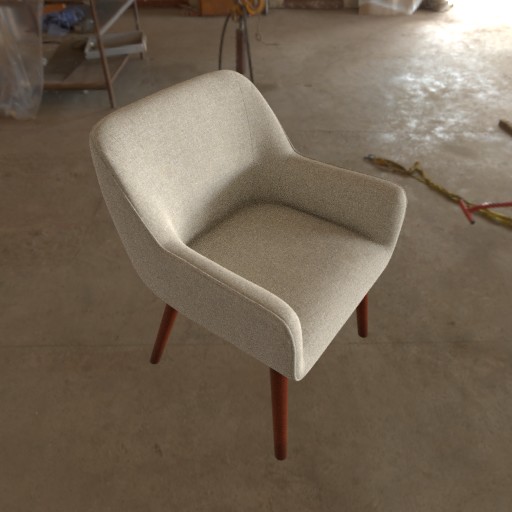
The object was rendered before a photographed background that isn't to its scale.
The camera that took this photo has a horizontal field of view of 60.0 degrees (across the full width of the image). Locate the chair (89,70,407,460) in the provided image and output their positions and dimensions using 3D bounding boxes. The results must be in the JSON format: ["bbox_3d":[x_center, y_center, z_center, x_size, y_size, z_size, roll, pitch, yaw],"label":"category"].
[{"bbox_3d":[0.000,0.000,1.247,0.610,0.813,0.610,25,46,26],"label":"chair"}]
